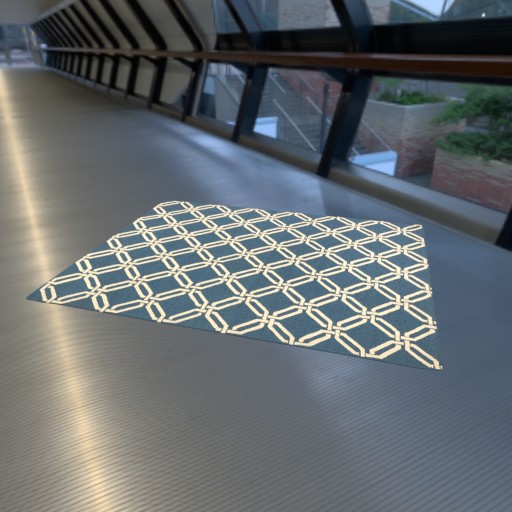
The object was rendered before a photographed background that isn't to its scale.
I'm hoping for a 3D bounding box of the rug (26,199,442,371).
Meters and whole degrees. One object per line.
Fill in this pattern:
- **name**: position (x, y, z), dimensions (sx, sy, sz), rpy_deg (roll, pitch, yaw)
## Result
- **rug**: position (0.000, 0.000, 3.850), dimensions (2.867, 0.020, 2.277), rpy_deg (7, 27, 14)
